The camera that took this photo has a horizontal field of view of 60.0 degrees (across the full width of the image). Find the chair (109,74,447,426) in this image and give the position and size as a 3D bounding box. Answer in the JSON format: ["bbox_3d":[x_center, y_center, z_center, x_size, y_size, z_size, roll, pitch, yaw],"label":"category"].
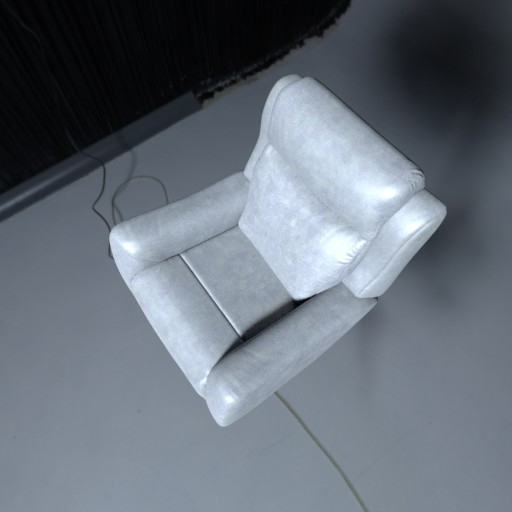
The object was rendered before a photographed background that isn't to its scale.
[{"bbox_3d":[0.000,0.000,1.960,1.068,1.116,0.967,-33,67,-16],"label":"chair"}]
